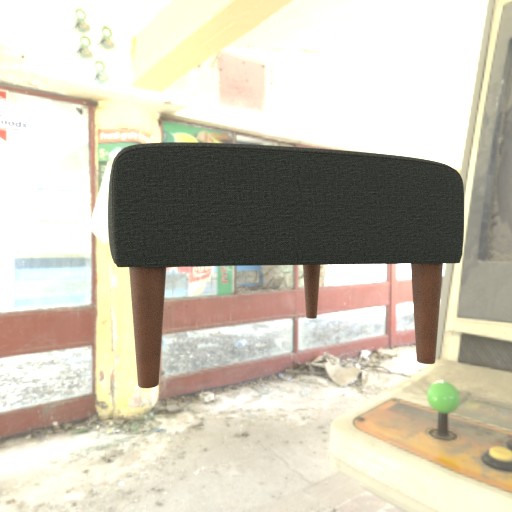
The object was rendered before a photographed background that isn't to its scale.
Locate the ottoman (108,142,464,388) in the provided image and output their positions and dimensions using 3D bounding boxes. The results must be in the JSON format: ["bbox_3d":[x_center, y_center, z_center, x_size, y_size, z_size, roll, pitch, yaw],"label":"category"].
[{"bbox_3d":[0.000,0.000,1.037,0.649,0.398,0.650,0,1,-16],"label":"ottoman"}]
